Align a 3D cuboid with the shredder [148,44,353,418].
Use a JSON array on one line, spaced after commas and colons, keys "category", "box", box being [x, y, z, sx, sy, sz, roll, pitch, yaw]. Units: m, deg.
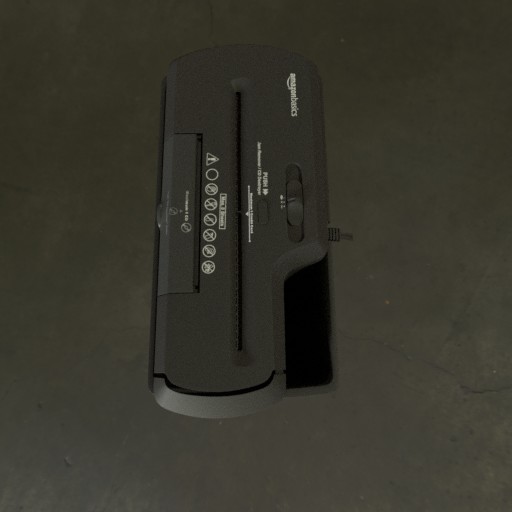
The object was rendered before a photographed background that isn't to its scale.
[{"category": "shredder", "box": [0.000, 0.000, 0.508, 0.170, 0.335, 0.320, -1, 76, 0]}]
